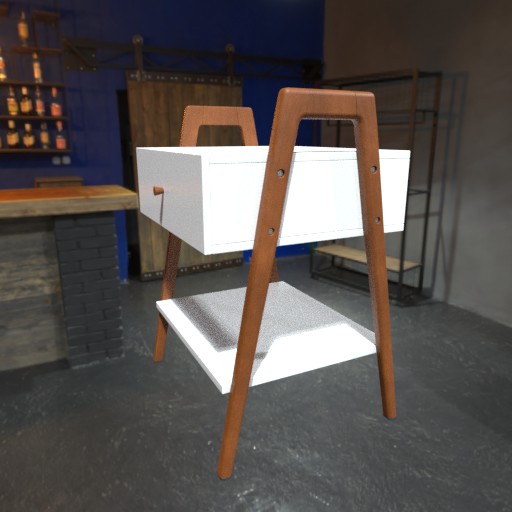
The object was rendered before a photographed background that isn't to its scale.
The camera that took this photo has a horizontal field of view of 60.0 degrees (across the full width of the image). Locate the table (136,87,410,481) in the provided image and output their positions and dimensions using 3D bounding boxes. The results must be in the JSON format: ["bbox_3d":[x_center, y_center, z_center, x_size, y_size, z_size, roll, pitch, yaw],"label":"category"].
[{"bbox_3d":[0.000,0.000,0.916,0.405,0.610,0.457,-7,17,-26],"label":"table"}]
